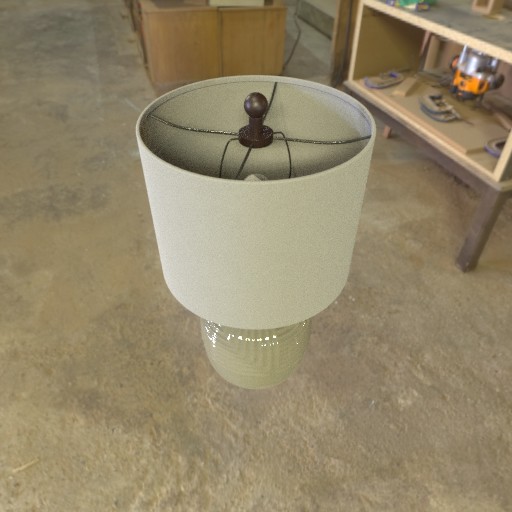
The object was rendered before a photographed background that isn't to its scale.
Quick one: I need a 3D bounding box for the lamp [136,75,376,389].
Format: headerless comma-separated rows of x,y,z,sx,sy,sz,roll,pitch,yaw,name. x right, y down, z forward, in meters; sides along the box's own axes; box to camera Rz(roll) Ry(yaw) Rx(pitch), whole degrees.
0.000,0.000,0.763,0.318,0.567,0.318,0,42,0,lamp
